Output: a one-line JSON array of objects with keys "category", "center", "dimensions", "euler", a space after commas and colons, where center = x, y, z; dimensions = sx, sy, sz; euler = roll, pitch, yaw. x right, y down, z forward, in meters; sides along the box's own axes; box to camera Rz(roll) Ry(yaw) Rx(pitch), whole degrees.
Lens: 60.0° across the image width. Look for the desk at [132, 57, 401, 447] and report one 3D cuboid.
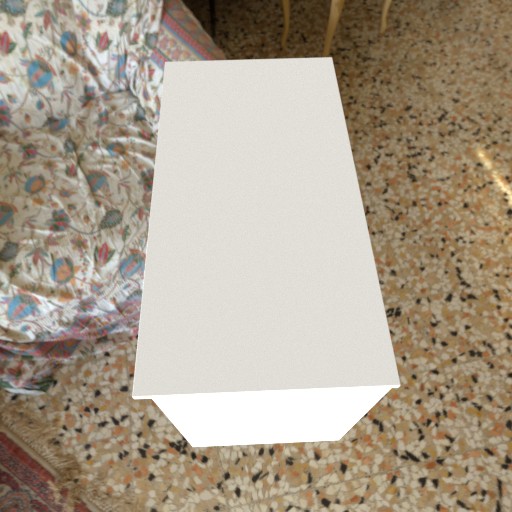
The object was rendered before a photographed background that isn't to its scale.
[{"category": "desk", "center": [0.000, 0.000, 1.520], "dimensions": [0.560, 0.735, 1.097], "euler": [-2, 59, -1]}]
